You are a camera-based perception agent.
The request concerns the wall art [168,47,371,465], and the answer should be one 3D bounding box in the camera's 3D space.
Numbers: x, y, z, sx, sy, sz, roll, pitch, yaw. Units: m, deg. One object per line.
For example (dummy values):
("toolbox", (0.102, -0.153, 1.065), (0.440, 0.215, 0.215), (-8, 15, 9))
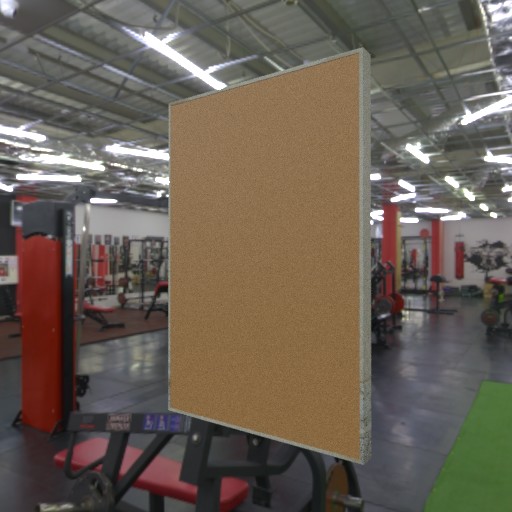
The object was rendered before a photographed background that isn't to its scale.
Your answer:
("wall art", (0.000, 0.000, 0.972), (0.508, 0.764, 0.038), (0, -1, 35))
